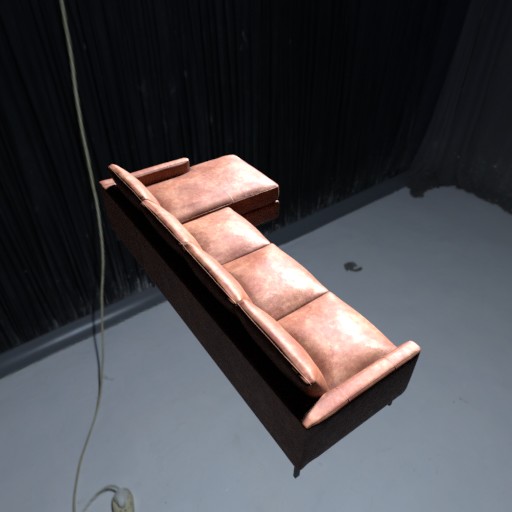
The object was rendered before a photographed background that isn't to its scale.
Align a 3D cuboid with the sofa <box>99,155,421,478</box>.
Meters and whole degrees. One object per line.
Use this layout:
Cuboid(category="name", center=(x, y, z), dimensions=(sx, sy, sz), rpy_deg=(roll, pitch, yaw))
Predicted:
Cuboid(category="sofa", center=(0.000, 0.000, 3.604), dimensions=(1.471, 0.859, 2.993), rpy_deg=(-24, 45, -26))
